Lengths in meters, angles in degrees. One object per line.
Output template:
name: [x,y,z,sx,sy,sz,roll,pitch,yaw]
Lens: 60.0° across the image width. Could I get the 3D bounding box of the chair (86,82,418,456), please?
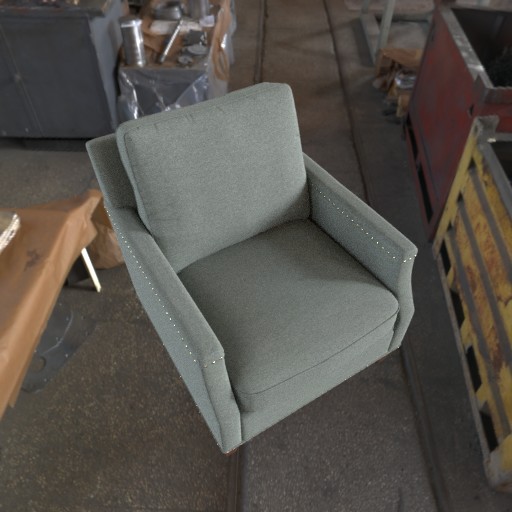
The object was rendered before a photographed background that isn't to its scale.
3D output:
chair: [0.000,0.000,1.775,0.885,1.031,1.031,-24,51,-21]
